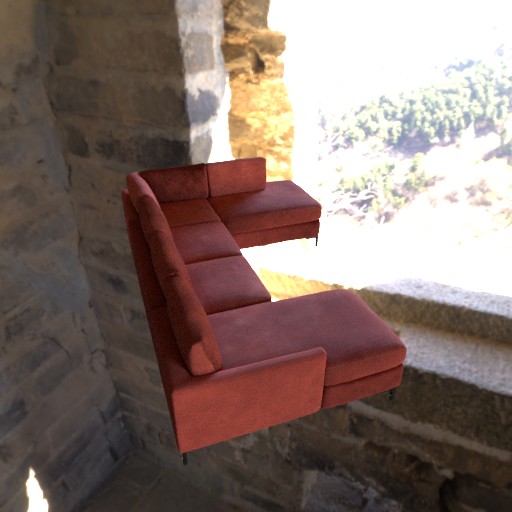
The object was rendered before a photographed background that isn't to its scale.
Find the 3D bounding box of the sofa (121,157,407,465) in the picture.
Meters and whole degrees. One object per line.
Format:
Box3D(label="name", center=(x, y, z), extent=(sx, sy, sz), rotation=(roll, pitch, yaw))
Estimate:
Box3D(label="sofa", center=(0.000, 0.000, 3.819), extent=(1.981, 0.858, 2.971), rotation=(-10, 32, -17))
